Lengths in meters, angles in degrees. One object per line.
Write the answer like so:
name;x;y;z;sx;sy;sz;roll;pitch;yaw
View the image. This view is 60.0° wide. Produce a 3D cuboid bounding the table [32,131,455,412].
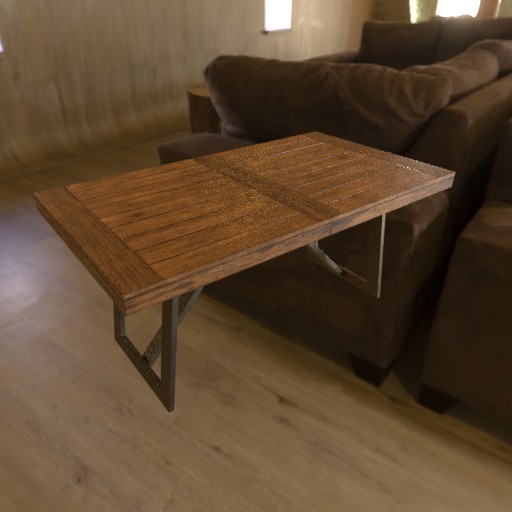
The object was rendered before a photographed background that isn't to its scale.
table;0.000;0.000;2.154;1.641;0.757;0.931;-21;36;-32
